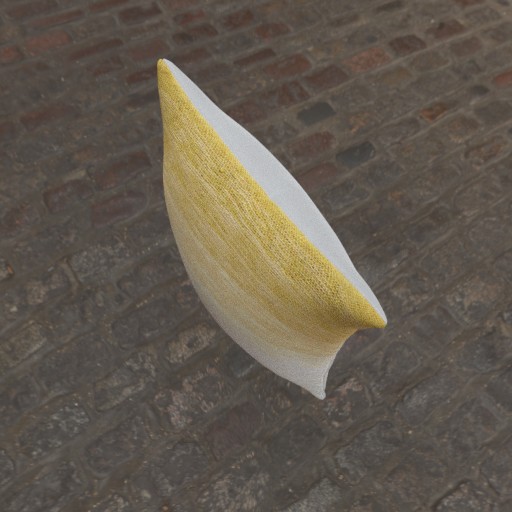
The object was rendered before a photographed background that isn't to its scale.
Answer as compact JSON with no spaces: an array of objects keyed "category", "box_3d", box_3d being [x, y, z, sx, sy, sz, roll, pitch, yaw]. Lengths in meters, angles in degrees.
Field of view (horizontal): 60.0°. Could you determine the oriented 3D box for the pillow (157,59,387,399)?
[{"category":"pillow","box_3d":[0.000,0.000,0.708,0.211,0.450,0.450,-32,68,-15]}]
